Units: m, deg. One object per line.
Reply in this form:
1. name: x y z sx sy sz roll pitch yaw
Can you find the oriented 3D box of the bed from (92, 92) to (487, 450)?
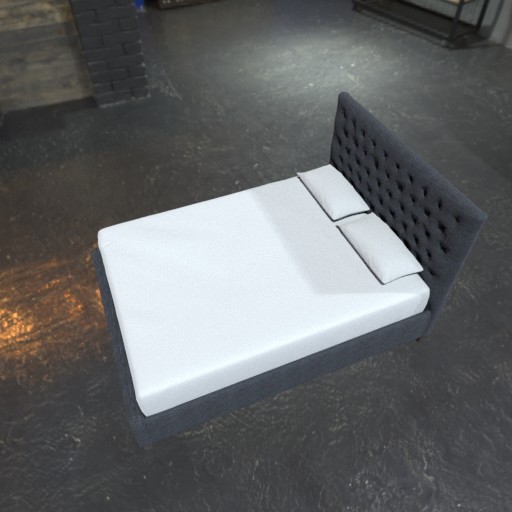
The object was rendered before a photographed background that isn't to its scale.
1. bed: 0.000 0.000 3.386 2.387 1.427 1.698 -17 50 -15
